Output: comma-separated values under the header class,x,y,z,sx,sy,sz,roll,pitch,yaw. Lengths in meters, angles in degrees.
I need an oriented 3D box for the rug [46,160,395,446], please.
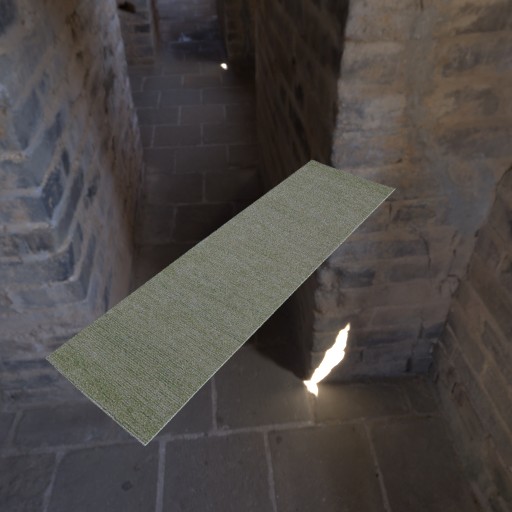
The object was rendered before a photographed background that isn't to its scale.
class,x,y,z,sx,sy,sz,roll,pitch,yaw
rug,0.000,0.000,2.598,0.686,0.013,2.340,27,48,27
